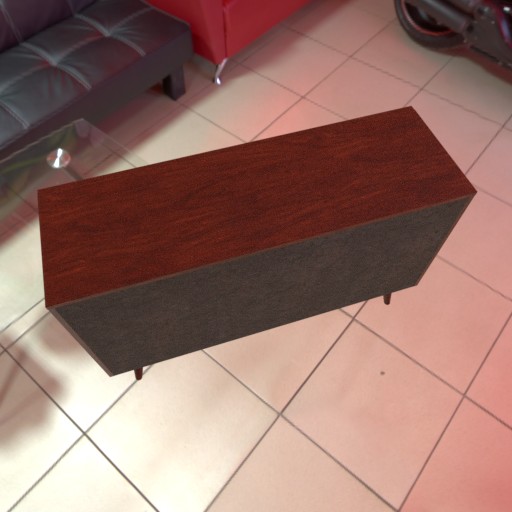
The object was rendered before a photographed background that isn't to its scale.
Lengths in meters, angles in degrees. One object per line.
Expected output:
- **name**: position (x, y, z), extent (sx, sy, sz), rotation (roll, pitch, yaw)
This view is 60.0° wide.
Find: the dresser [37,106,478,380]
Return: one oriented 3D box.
- **dresser**: position (0.000, 0.000, 1.938), extent (1.472, 0.889, 0.500), rotation (-15, 59, -9)
